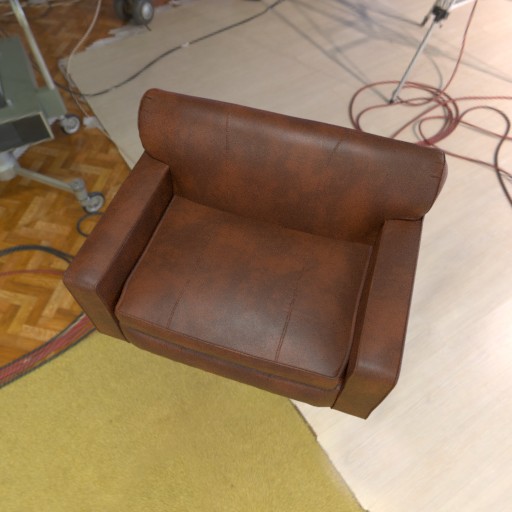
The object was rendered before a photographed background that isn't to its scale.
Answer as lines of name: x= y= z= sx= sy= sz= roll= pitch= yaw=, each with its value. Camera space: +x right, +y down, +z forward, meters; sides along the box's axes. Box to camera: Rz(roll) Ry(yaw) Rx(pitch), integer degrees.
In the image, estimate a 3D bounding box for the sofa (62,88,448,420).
sofa: x=0.000 y=0.000 z=2.055 sx=1.413 sy=0.956 sz=1.000 roll=15 pitch=58 yaw=10
